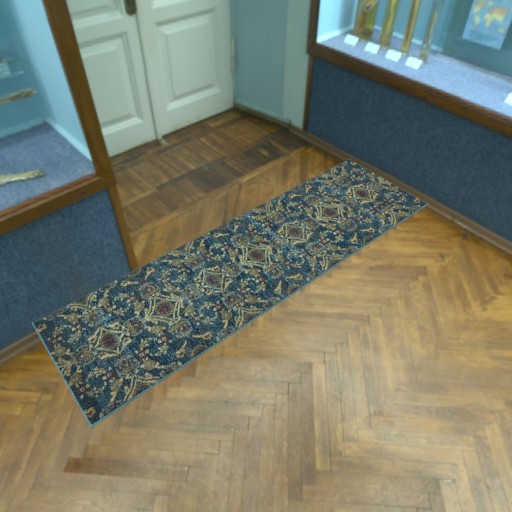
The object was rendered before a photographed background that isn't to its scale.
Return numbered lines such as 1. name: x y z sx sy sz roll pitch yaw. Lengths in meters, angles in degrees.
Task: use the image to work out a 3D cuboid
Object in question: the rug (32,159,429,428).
1. rug: 0.000 0.000 2.503 2.292 0.014 0.685 -30 52 -27
